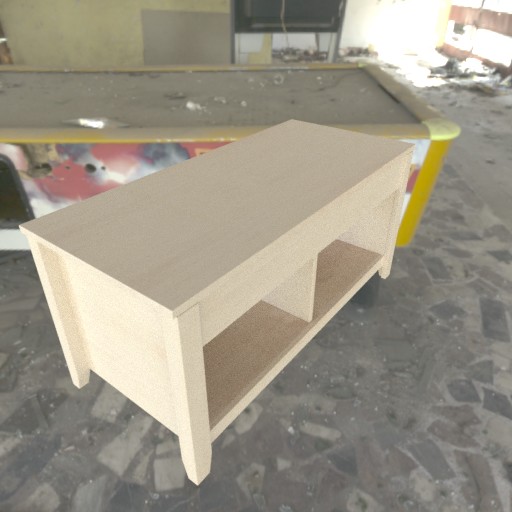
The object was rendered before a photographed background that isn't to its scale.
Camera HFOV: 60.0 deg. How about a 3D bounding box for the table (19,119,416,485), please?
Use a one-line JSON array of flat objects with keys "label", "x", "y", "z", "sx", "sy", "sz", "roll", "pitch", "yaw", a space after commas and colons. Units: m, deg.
[{"label": "table", "x": 0.000, "y": 0.000, "z": 1.267, "sx": 0.457, "sy": 0.483, "sz": 1.016, "roll": 22, "pitch": 39, "yaw": 31}]
